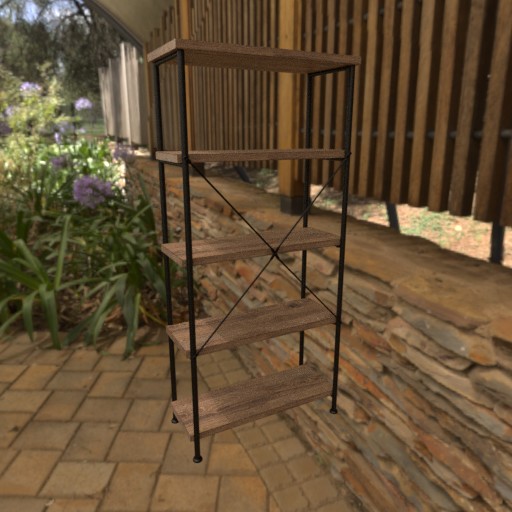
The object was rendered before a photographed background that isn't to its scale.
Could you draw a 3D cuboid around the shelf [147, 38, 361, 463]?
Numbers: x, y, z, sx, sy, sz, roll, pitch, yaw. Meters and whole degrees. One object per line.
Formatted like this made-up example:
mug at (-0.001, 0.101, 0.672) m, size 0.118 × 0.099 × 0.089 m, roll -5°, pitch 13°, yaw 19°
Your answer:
shelf at (0.000, 0.000, 2.038) m, size 0.800 × 1.700 × 0.360 m, roll -8°, pitch 17°, yaw -27°
